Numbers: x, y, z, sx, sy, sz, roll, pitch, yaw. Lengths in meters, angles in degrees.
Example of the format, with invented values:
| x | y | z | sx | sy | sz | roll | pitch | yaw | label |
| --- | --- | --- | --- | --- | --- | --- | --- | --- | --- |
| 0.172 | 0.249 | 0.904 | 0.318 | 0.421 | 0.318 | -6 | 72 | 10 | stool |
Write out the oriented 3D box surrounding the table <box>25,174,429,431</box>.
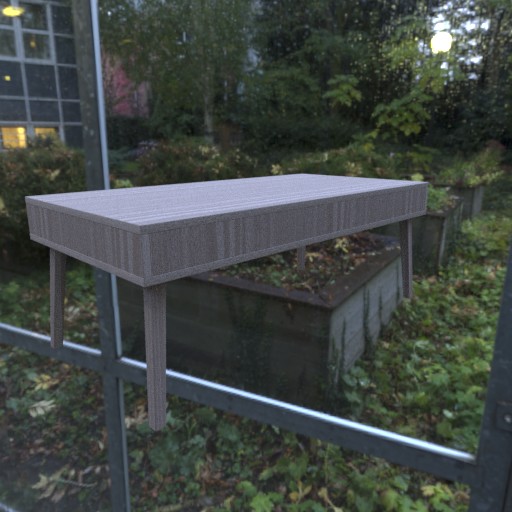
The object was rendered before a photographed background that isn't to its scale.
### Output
| x | y | z | sx | sy | sz | roll | pitch | yaw | label |
| --- | --- | --- | --- | --- | --- | --- | --- | --- | --- |
| 0.000 | 0.000 | 1.482 | 0.600 | 0.450 | 1.200 | 14 | 20 | 43 | table |
